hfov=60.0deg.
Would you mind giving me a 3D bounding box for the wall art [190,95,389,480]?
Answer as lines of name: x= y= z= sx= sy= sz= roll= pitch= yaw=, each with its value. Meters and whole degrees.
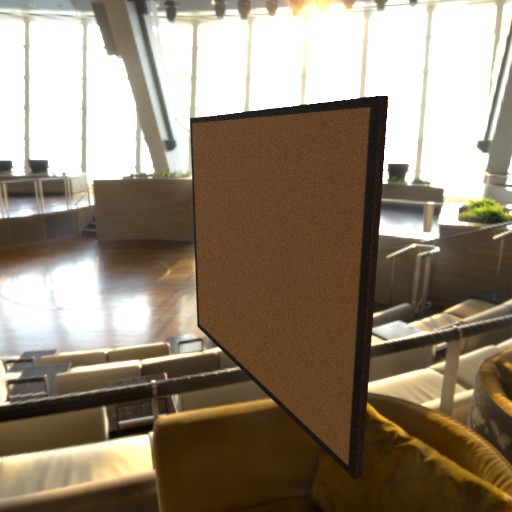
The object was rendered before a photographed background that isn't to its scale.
wall art: x=0.000 y=0.000 z=1.401 sx=0.023 sy=0.875 sz=1.033 roll=-8 pitch=17 yaw=-28
